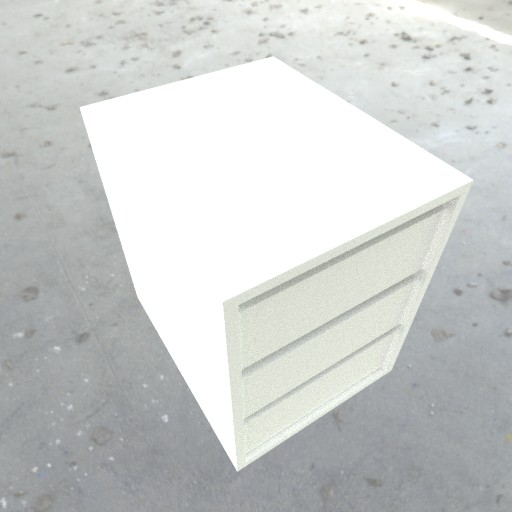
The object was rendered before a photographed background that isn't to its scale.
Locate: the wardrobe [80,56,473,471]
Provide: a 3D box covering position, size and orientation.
[{"bbox_3d":[0.000,0.000,0.875,0.400,0.520,0.500,-25,51,-22],"label":"wardrobe"}]
